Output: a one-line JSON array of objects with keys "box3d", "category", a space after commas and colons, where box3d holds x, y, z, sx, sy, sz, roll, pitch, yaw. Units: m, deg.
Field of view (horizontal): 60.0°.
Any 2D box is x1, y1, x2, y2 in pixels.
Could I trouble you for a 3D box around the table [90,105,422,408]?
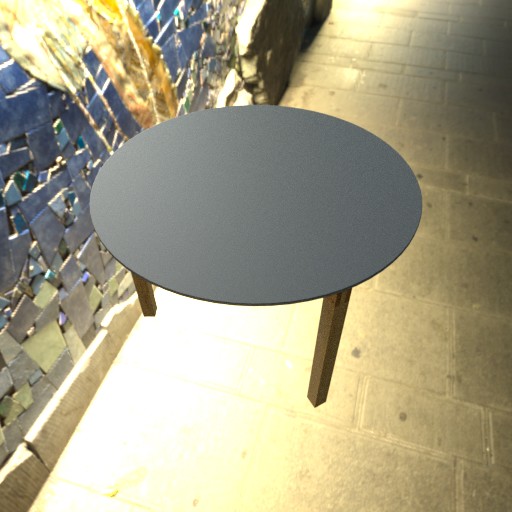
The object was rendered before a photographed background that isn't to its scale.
[{"box3d": [0.000, 0.000, 0.969, 0.600, 0.405, 0.600, 0, 45, 0], "category": "table"}]
